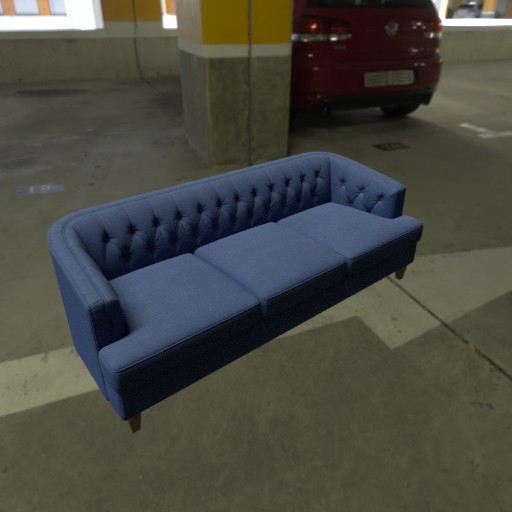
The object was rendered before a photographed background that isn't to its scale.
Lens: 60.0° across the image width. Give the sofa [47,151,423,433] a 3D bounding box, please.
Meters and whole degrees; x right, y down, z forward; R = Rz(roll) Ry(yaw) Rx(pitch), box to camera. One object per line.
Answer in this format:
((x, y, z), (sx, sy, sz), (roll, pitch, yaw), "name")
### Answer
((0.000, 0.000, 2.711), (2.235, 0.787, 0.914), (-22, 36, -34), "sofa")
